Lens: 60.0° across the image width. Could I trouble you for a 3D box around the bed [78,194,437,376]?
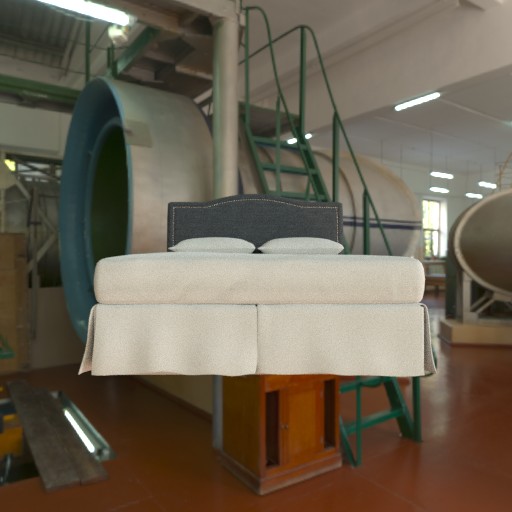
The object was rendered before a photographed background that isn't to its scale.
[{"bbox_3d":[0.000,0.000,3.953,2.161,1.457,2.689,0,0,-1],"label":"bed"}]
